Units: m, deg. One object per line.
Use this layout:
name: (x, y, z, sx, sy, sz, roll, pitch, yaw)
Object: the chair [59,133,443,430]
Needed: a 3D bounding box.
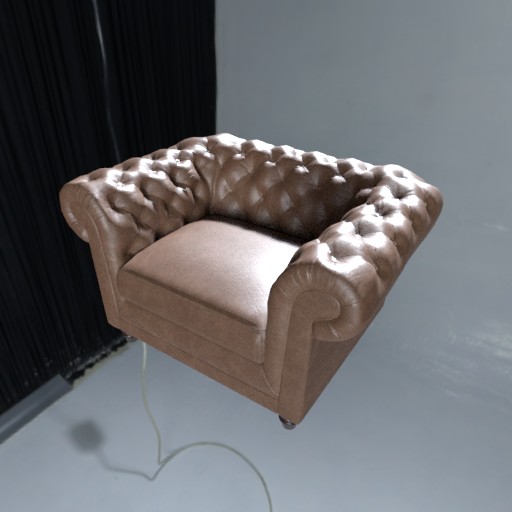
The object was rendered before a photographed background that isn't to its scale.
chair: (0.000, 0.000, 1.913, 1.298, 0.784, 0.954, 19, 36, 29)
